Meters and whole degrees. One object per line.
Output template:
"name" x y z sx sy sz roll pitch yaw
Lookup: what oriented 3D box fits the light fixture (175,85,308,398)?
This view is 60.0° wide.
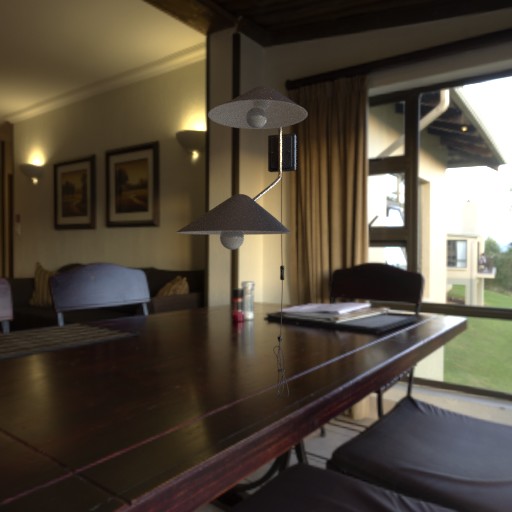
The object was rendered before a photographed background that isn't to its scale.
"light fixture" 0.000 0.000 0.837 0.189 0.665 0.422 0 1 18
